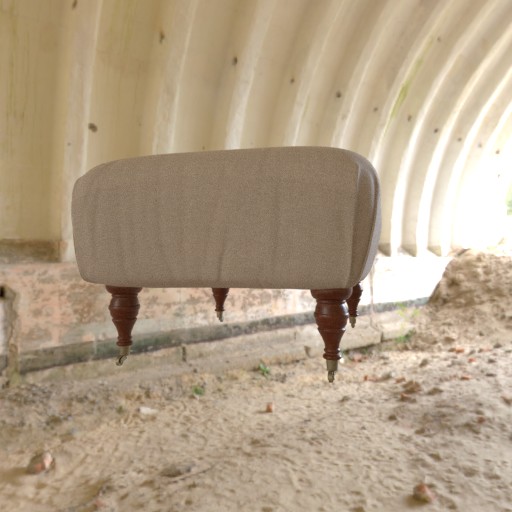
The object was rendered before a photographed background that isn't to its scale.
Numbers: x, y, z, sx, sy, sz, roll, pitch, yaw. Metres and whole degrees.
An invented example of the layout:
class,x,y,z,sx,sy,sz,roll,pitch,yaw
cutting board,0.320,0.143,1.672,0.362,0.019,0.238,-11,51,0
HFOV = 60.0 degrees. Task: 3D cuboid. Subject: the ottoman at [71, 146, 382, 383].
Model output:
class,x,y,z,sx,sy,sz,roll,pitch,yaw
ottoman,0.000,0.000,1.142,0.622,0.450,0.746,0,0,16
